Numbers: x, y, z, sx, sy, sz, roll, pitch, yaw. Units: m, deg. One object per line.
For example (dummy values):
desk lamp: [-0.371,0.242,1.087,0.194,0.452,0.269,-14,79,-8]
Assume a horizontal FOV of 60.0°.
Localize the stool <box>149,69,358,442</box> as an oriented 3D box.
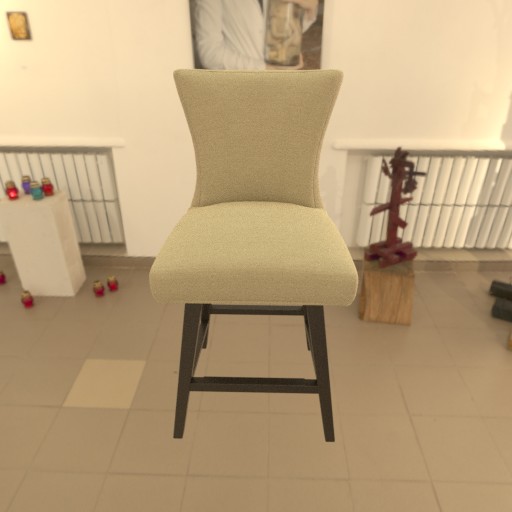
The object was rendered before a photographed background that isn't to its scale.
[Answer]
stool: [0.000,0.000,1.346,0.514,1.000,0.574,1,30,1]
